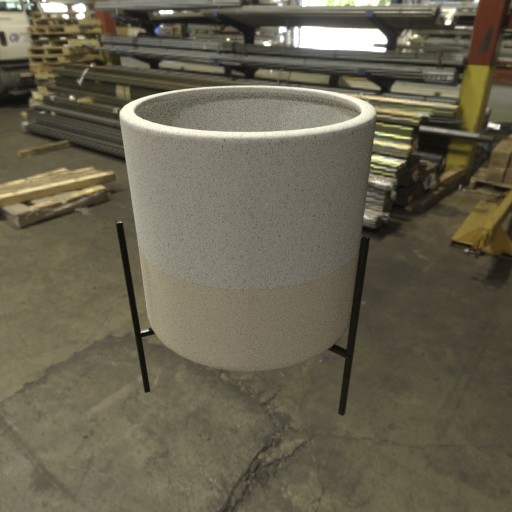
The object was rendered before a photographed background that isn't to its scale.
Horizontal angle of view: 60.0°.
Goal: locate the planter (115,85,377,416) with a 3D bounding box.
[{"bbox_3d":[0.000,0.000,0.644,0.335,0.423,0.313,21,36,32],"label":"planter"}]
